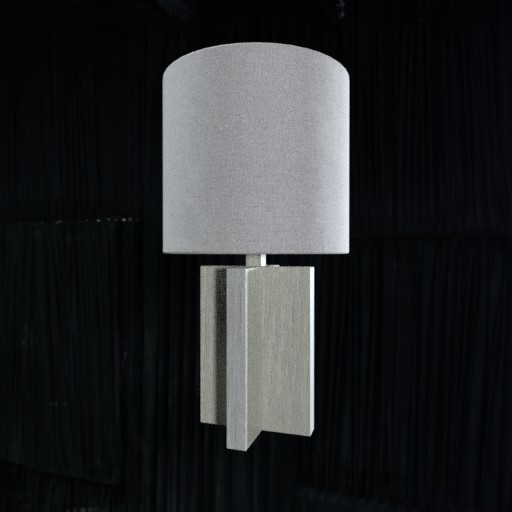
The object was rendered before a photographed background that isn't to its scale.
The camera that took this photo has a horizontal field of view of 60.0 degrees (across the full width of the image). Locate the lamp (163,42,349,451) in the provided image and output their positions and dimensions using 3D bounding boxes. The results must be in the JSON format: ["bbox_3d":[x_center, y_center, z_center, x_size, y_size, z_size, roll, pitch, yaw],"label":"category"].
[{"bbox_3d":[0.000,0.000,0.557,0.229,0.428,0.229,0,1,18],"label":"lamp"}]
